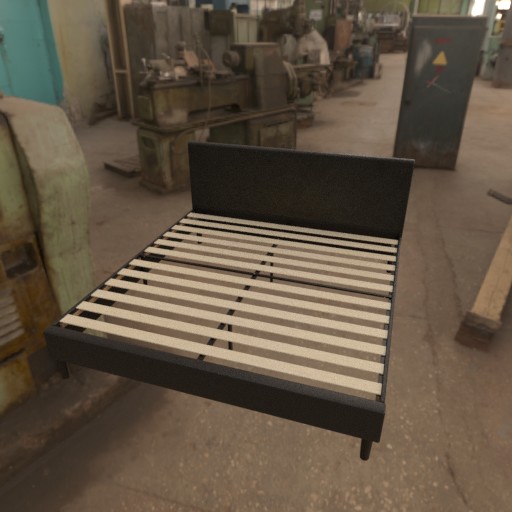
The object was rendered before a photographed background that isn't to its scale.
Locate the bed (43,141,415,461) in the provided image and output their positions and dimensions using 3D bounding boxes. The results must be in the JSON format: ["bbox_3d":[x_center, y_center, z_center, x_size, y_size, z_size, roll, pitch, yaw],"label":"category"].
[{"bbox_3d":[0.000,0.000,3.237,2.018,1.046,2.152,9,29,16],"label":"bed"}]
